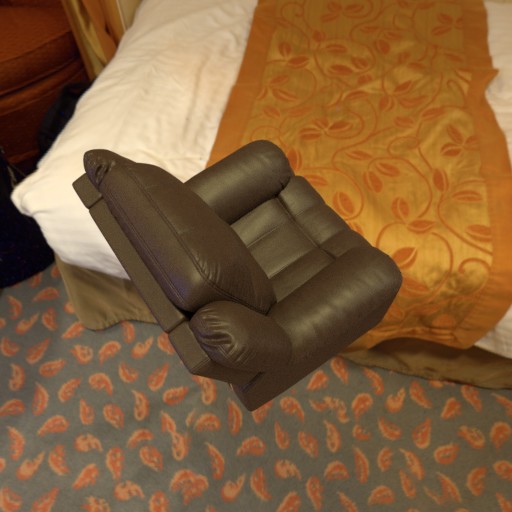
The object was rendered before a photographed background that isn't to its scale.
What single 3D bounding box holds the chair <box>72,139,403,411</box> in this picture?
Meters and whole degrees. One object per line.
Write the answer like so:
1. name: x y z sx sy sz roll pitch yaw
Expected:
1. chair: 0.000 0.000 1.721 0.934 1.009 0.899 -30 62 -18
